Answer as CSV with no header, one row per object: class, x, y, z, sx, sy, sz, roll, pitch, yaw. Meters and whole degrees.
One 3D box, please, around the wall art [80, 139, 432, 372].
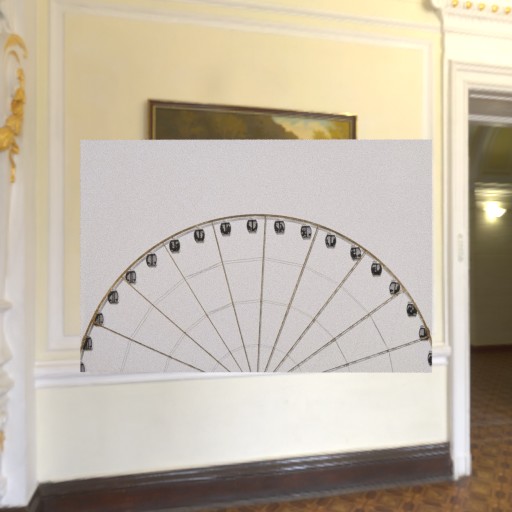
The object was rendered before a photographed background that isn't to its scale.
wall art,0.000,0.000,0.501,0.384,0.254,0.039,0,0,1
